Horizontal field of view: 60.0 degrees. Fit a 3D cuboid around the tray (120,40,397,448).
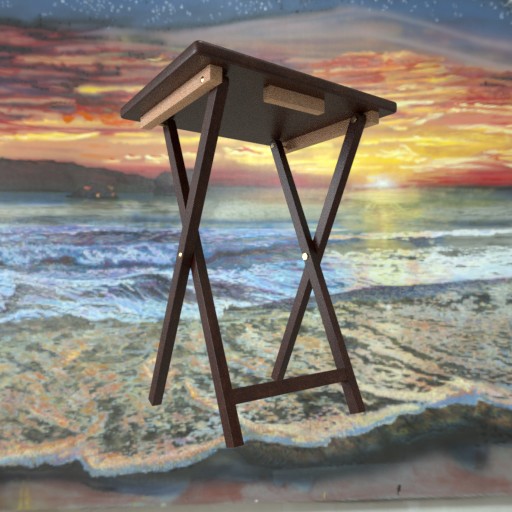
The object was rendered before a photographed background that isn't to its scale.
[{"bbox_3d":[0.000,0.000,0.968,0.483,0.660,0.381,1,-1,-34],"label":"tray"}]
